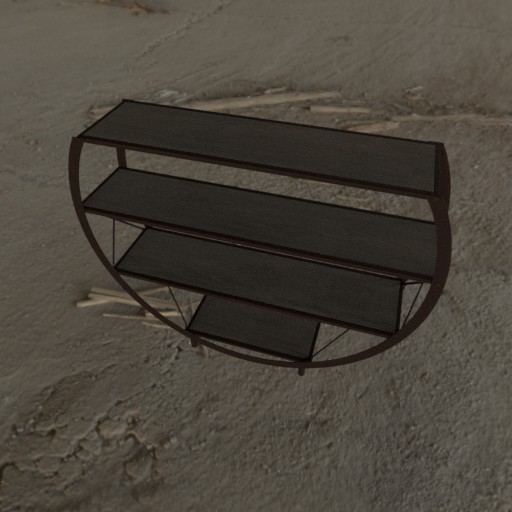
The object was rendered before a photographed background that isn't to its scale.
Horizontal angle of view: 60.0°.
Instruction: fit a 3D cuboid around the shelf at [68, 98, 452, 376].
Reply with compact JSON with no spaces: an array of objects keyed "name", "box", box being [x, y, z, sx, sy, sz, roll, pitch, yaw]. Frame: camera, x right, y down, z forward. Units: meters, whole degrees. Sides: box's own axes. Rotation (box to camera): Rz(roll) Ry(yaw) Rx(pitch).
[{"name":"shelf","box":[0.000,0.000,1.860,1.403,1.063,0.344,12,44,13]}]
